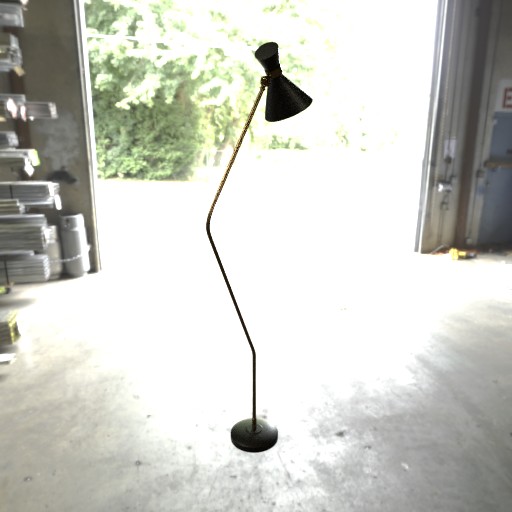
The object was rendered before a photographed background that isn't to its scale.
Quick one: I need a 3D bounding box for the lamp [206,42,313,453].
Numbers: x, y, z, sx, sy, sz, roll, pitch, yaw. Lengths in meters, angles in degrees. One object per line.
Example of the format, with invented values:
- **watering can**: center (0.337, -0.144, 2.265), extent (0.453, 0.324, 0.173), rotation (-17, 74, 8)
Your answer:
- **lamp**: center (0.000, 0.000, 1.614), extent (0.467, 1.438, 0.277), rotation (-7, 16, -25)
